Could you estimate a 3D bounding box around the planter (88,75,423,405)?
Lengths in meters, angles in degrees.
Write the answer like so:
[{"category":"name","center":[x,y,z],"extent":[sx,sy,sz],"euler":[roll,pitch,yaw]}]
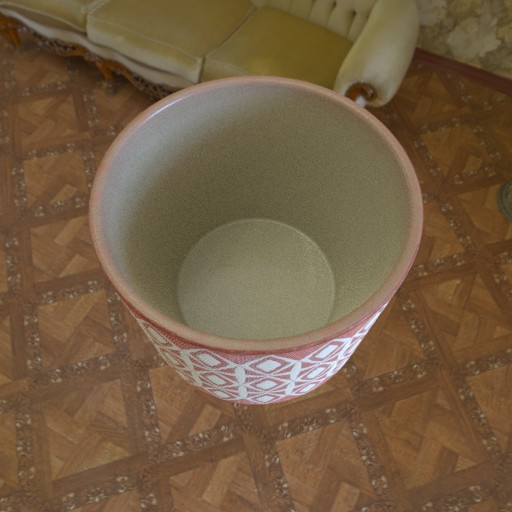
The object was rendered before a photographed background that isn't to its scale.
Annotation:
[{"category":"planter","center":[0.000,0.000,0.469],"extent":[0.273,0.237,0.273],"euler":[0,62,0]}]
